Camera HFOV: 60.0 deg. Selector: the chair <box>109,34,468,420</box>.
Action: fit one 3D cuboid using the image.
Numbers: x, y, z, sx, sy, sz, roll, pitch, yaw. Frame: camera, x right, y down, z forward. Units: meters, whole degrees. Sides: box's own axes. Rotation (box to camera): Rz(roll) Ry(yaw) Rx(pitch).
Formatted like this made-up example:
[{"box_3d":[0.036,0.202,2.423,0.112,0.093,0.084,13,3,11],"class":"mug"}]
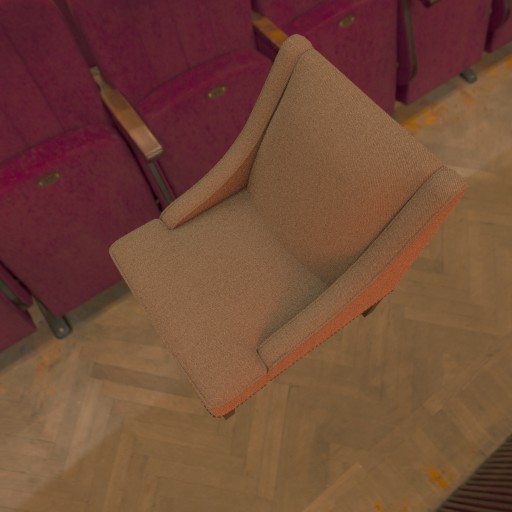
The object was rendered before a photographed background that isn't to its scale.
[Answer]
[{"box_3d":[0.000,0.000,1.377,0.748,0.872,0.628,-33,68,-15],"class":"chair"}]
